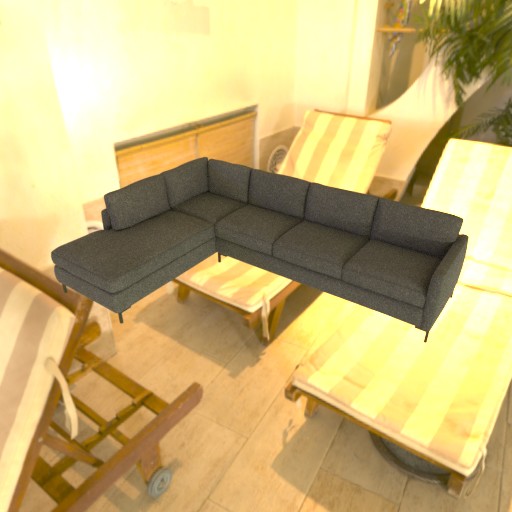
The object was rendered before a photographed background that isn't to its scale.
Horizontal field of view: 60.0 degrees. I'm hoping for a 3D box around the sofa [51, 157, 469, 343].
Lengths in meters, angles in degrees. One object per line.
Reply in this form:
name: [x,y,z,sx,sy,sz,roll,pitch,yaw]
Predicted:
sofa: [0.000,0.000,3.750,2.949,0.815,2.007,19,35,30]
